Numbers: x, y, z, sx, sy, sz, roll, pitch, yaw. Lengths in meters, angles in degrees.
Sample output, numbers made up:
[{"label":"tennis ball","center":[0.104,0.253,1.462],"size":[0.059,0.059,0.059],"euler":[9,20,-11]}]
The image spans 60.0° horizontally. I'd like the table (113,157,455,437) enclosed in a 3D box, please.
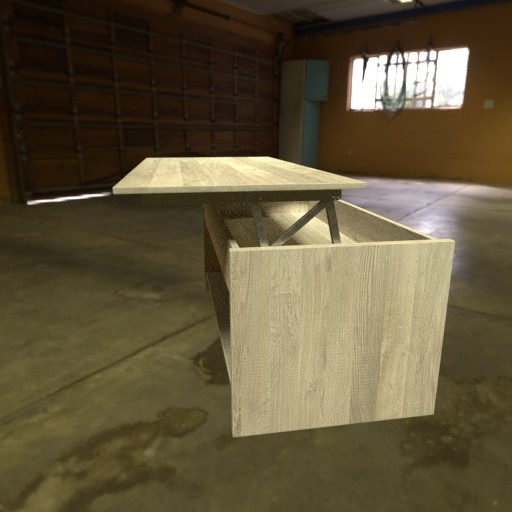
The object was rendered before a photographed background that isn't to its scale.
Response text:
[{"label":"table","center":[0.000,0.000,1.426],"size":[0.712,0.570,1.000],"euler":[-3,16,-10]}]
